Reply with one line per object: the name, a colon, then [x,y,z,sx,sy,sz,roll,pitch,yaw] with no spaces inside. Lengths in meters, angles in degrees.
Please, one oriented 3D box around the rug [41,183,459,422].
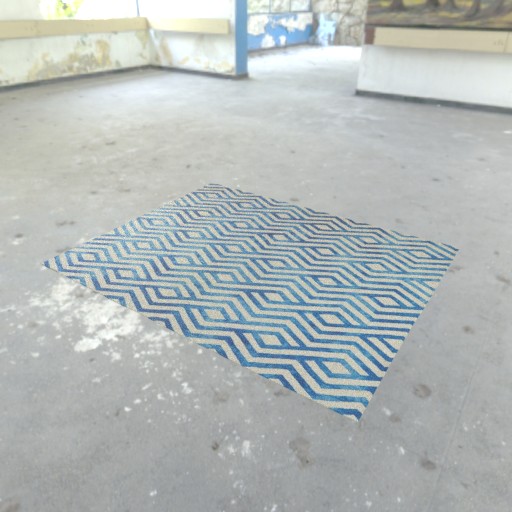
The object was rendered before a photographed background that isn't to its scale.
rug: [0.000,0.000,4.126,3.059,0.008,2.453,19,35,29]
